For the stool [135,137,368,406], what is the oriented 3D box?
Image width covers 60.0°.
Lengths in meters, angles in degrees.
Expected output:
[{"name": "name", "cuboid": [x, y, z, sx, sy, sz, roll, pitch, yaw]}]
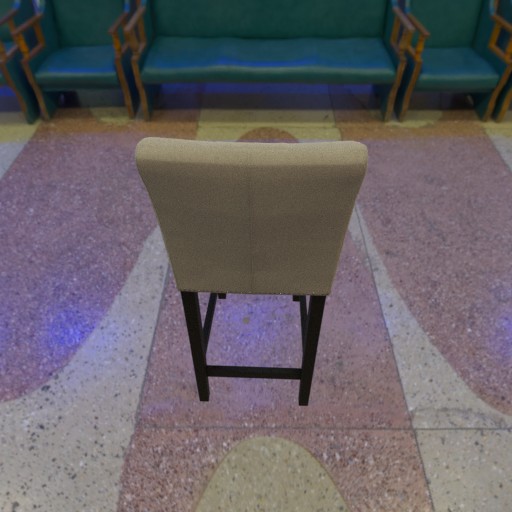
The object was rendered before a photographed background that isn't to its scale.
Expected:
[{"name": "stool", "cuboid": [0.000, 0.000, 1.299, 0.411, 1.047, 0.548, 2, 46, 2]}]
